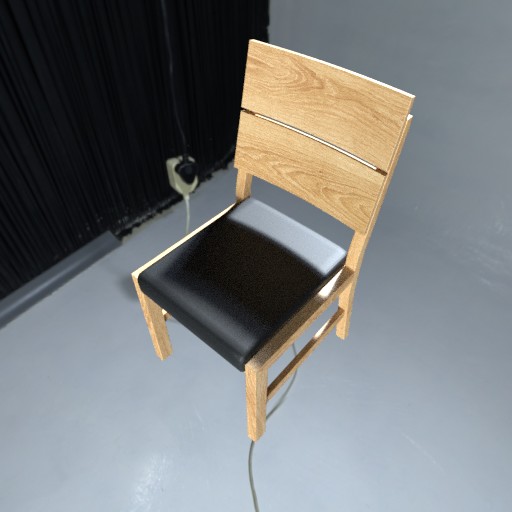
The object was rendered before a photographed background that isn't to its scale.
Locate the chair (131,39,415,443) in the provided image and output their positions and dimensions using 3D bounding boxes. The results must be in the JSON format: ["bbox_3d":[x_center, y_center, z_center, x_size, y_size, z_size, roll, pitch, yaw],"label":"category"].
[{"bbox_3d":[0.000,0.000,1.293,0.475,0.950,0.569,33,55,27],"label":"chair"}]
